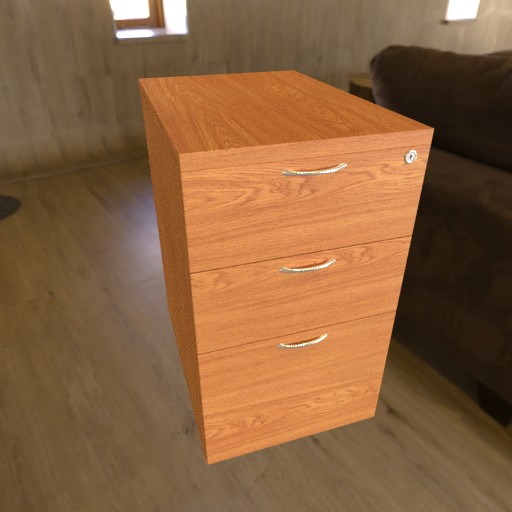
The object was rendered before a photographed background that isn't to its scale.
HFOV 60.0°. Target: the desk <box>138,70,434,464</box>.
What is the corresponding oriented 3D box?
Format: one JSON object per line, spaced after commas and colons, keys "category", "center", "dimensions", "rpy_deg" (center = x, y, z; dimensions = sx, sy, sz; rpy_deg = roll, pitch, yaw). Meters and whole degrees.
{"category": "desk", "center": [0.000, 0.000, 1.070], "dimensions": [0.404, 0.730, 0.600], "rpy_deg": [-10, 33, -15]}
